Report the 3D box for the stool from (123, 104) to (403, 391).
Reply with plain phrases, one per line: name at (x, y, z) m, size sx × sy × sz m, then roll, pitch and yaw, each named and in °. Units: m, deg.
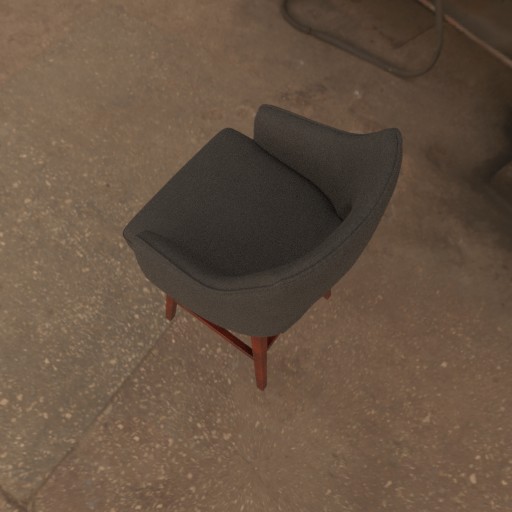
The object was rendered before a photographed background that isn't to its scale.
stool at (0.000, 0.000, 1.318) m, size 0.558 × 1.012 × 0.548 m, roll 34°, pitch 69°, yaw 15°
